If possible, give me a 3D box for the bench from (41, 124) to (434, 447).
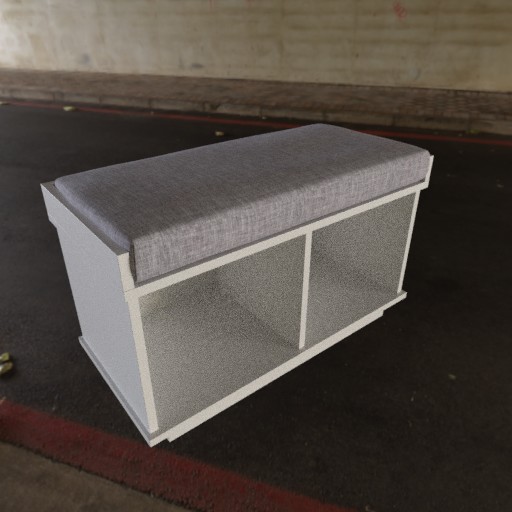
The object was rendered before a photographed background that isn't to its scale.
[{"bbox_3d":[0.000,0.000,0.995,0.734,0.461,0.362,-21,35,-33],"label":"bench"}]
